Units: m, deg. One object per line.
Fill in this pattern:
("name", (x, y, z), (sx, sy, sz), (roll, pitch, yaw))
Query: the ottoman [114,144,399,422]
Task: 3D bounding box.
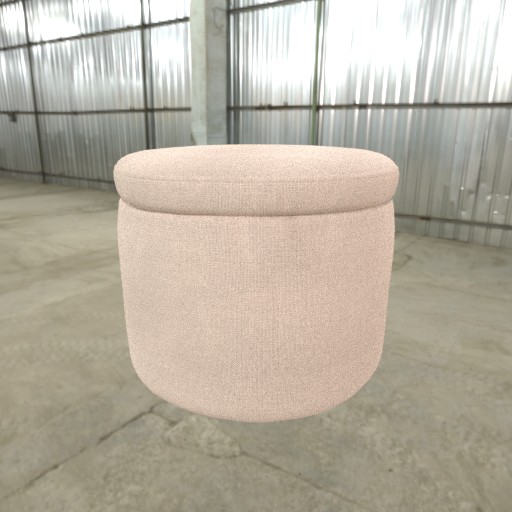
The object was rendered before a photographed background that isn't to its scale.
("ottoman", (0.000, 0.000, 0.847), (0.497, 0.409, 0.497), (0, 16, 0))
